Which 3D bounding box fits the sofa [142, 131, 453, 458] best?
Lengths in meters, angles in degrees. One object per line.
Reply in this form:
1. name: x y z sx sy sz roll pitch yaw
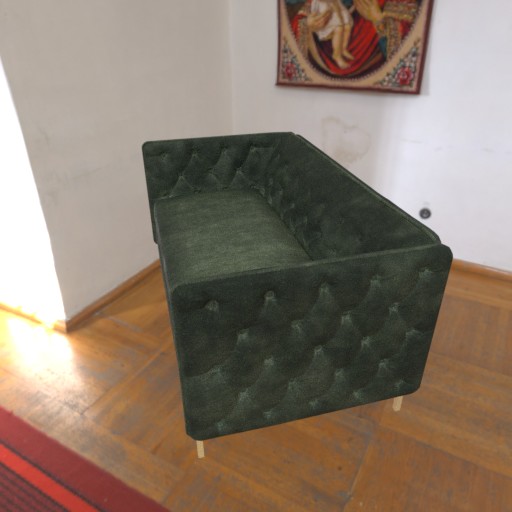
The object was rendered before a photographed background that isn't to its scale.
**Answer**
1. sofa: 0.000 0.000 2.085 0.895 0.768 1.537 -8 31 -13
